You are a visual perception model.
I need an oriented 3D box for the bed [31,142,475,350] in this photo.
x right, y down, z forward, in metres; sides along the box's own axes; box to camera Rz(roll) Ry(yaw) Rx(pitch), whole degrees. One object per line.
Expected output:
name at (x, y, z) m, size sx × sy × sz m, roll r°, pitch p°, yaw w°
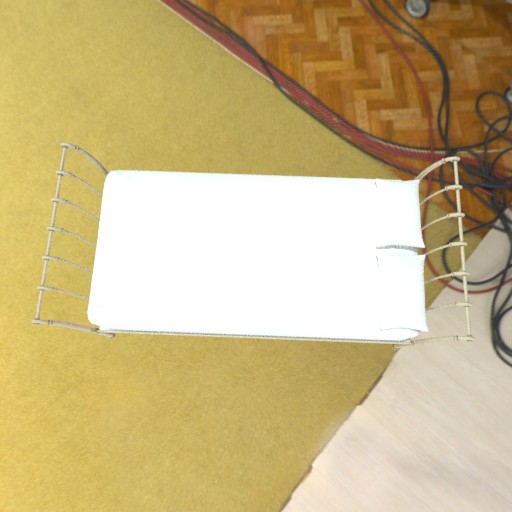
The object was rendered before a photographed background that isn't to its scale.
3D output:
bed at (0.000, 0.000, 2.749) m, size 2.228 × 0.873 × 1.032 m, roll 2°, pitch 75°, yaw 1°
